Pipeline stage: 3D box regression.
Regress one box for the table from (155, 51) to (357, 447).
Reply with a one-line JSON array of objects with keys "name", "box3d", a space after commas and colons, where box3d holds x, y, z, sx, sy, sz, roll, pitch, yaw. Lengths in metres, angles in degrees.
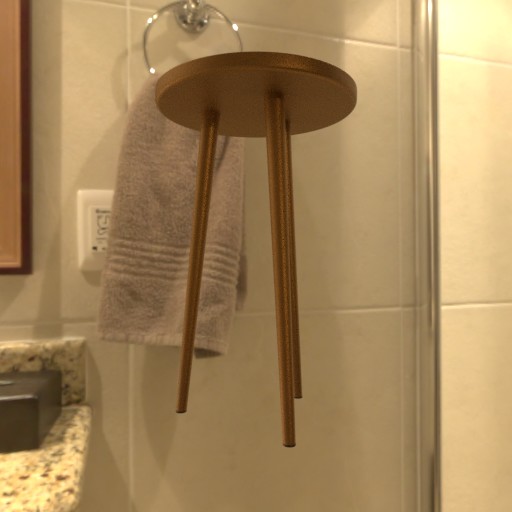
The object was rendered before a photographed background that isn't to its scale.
[{"name": "table", "box3d": [0.000, 0.000, 0.669, 0.299, 0.480, 0.299, 0, -1, 35]}]
